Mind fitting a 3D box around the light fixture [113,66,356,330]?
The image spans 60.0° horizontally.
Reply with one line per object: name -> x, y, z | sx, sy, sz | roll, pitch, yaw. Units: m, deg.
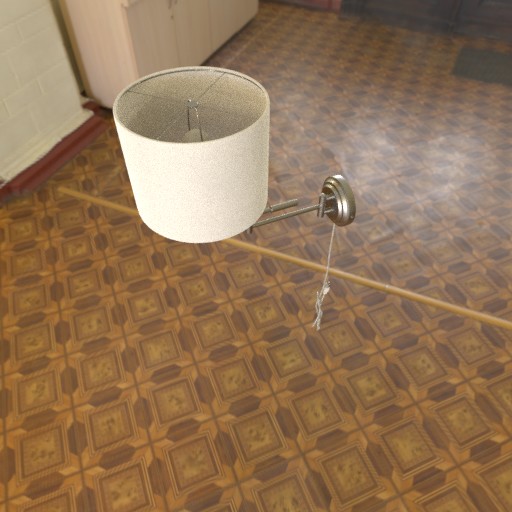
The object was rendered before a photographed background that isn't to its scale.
light fixture -> 0.000, 0.000, 1.060 | 0.479, 0.842, 0.253 | -17, 50, -15
